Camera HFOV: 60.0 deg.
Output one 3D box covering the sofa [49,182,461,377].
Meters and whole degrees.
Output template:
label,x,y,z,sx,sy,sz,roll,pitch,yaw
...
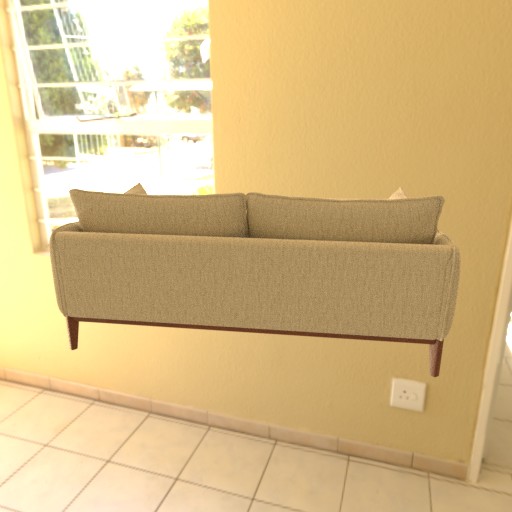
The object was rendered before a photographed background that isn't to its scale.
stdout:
label,x,y,z,sx,sy,sz,roll,pitch,yaw
sofa,0.000,0.000,2.553,1.989,0.860,0.991,2,17,8
